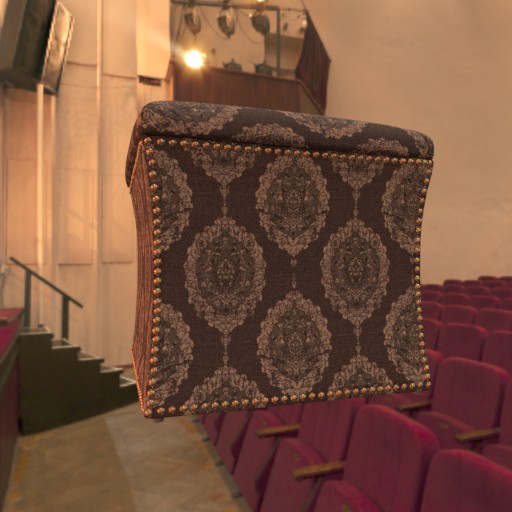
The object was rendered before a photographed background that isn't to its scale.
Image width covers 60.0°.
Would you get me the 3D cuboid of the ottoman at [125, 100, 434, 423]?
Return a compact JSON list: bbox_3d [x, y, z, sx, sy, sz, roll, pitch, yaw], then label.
[{"bbox_3d":[0.000,0.000,0.900,0.507,0.475,0.497,0,-1,-18],"label":"ottoman"}]
